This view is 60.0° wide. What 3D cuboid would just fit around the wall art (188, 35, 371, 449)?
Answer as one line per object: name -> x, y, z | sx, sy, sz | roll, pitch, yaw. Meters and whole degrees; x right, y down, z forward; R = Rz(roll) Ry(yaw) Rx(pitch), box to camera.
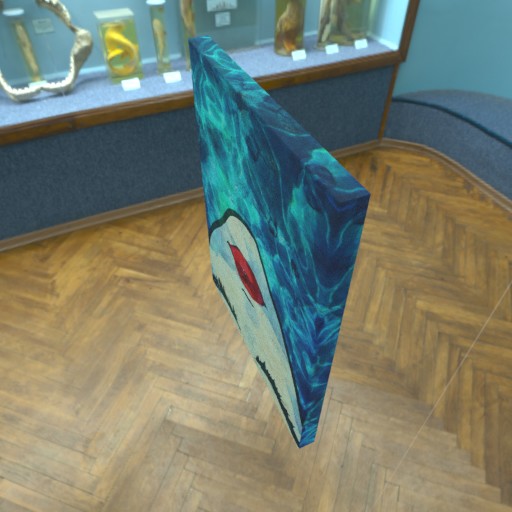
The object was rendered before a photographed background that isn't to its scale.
wall art -> 0.000, 0.000, 0.847 | 0.038, 0.635, 0.508 | -18, 48, -17
